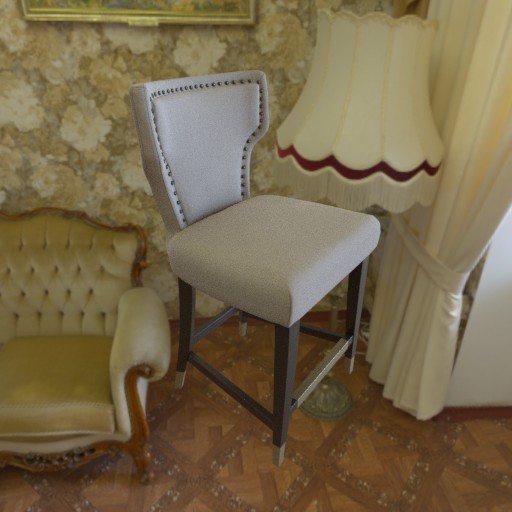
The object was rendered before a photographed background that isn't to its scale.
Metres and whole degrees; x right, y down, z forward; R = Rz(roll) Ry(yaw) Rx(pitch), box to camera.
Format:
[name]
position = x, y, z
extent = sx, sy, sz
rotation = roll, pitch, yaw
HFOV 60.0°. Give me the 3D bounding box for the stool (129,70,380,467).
[stool]
position = 0.000, 0.000, 1.323
extent = 0.563, 0.982, 0.527
rotation = 18, 33, 31
